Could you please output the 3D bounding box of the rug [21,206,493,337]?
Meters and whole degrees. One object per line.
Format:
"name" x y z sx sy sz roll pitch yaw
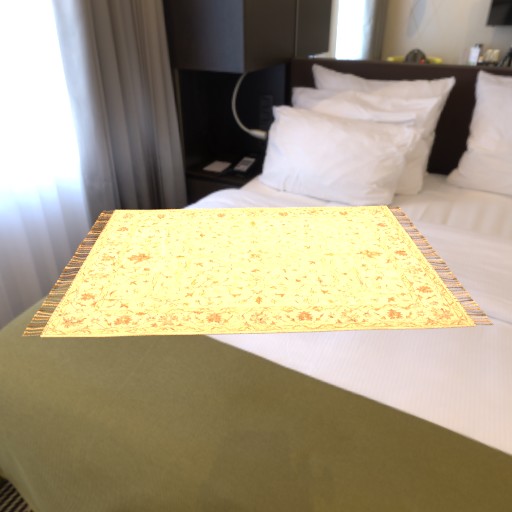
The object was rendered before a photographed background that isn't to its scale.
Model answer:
"rug" 0.000 0.000 2.254 1.861 0.017 1.218 -1 29 -2
